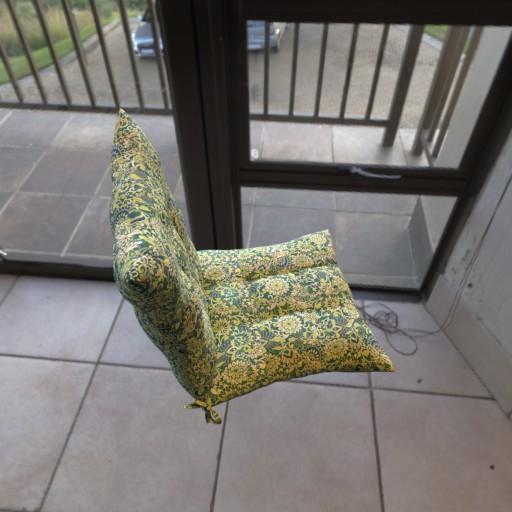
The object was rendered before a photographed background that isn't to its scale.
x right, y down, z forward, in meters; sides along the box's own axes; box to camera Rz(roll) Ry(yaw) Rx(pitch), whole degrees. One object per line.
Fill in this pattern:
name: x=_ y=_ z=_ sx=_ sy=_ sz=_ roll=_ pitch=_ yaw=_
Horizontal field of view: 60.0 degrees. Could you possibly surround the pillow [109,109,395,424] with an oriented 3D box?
pillow: x=0.000 y=0.000 z=1.032 sx=0.585 sy=0.536 sz=0.541 roll=-9 pitch=48 yaw=-9
